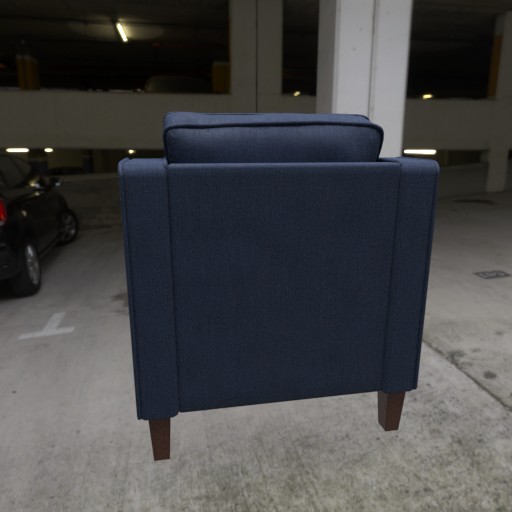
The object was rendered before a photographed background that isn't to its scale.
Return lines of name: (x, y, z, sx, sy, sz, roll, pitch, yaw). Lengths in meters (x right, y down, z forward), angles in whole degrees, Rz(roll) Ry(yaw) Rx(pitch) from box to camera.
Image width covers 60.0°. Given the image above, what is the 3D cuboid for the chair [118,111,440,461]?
chair: (0.000, 0.000, 1.611, 0.831, 0.960, 0.909, -3, 14, -11)
